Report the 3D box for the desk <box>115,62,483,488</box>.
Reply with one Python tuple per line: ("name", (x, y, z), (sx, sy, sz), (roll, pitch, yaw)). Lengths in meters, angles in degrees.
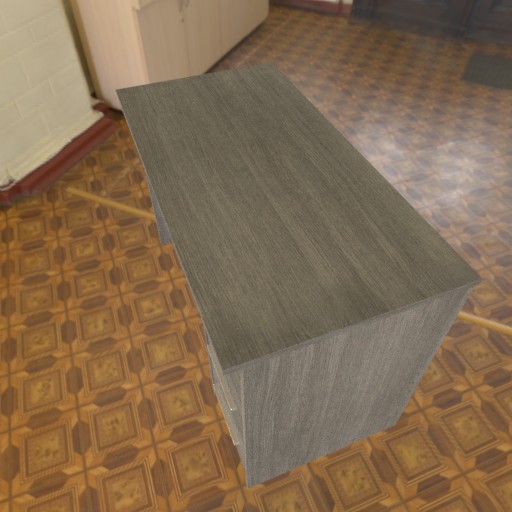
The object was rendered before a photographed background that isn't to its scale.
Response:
("desk", (0.000, 0.000, 1.450), (0.560, 0.735, 1.097), (-16, 49, -15))
